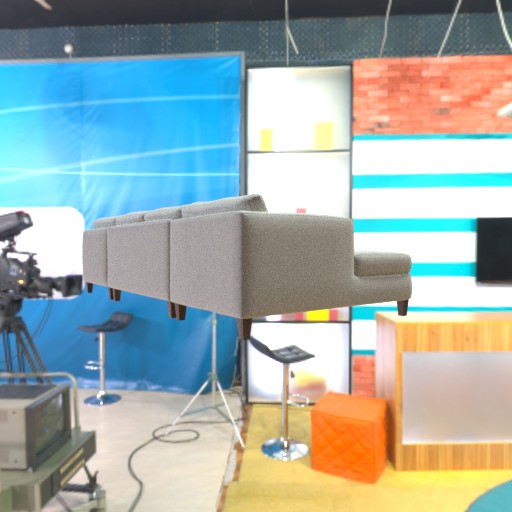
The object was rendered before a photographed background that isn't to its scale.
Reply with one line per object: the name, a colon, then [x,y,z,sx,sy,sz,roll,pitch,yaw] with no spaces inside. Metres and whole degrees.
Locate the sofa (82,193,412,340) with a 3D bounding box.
sofa: [0.000,0.000,4.434,2.551,0.853,3.238,-1,1,-36]
